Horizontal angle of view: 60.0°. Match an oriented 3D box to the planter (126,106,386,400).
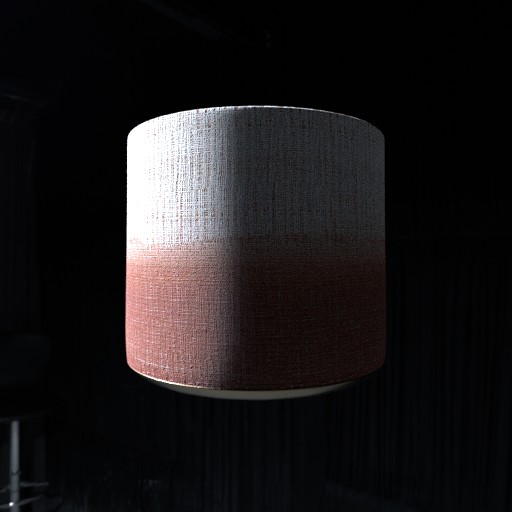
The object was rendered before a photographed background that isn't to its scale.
[{"bbox_3d":[0.000,0.000,0.315,0.178,0.157,0.178,0,1,0],"label":"planter"}]
